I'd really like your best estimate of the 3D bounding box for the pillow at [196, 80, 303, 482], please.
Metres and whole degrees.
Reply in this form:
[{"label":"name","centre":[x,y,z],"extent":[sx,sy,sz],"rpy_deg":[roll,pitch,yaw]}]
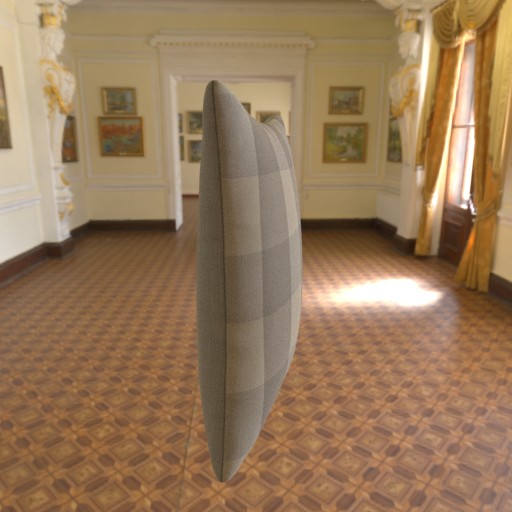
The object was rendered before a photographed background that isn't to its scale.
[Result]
[{"label":"pillow","centre":[0.000,0.000,0.774],"extent":[0.161,0.509,0.511],"rpy_deg":[2,14,10]}]
